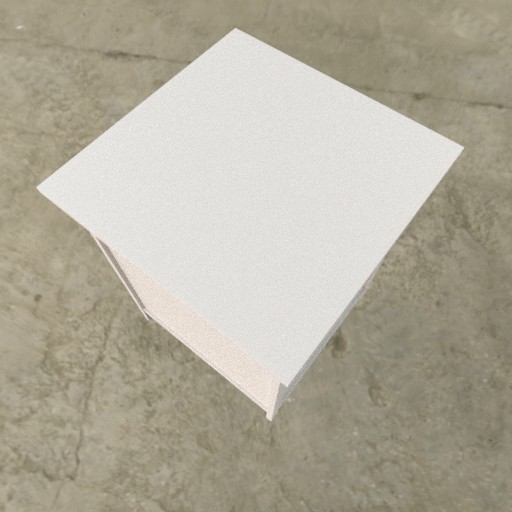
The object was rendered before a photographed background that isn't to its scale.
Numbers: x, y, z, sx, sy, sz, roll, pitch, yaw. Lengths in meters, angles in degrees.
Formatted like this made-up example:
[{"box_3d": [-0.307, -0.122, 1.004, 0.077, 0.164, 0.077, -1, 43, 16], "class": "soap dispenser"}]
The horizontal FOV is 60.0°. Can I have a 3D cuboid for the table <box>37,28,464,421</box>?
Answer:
[{"box_3d": [0.000, 0.000, 0.766, 0.381, 0.483, 0.381, 35, 68, 17], "class": "table"}]
